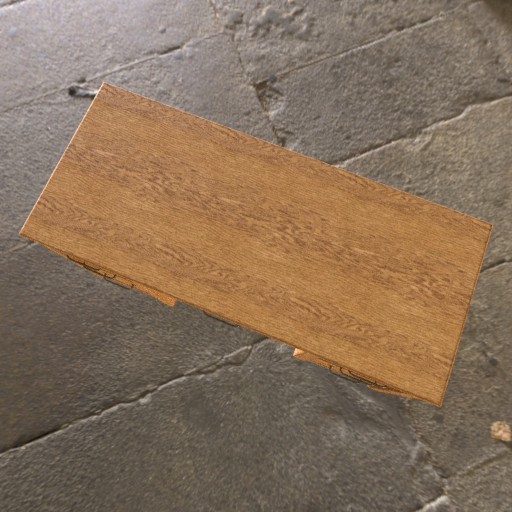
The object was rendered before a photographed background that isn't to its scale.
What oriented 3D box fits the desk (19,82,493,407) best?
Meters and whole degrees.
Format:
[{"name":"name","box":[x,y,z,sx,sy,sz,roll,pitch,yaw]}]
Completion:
[{"name":"desk","box":[0.000,0.000,1.952,1.567,0.751,0.685,21,77,5]}]
